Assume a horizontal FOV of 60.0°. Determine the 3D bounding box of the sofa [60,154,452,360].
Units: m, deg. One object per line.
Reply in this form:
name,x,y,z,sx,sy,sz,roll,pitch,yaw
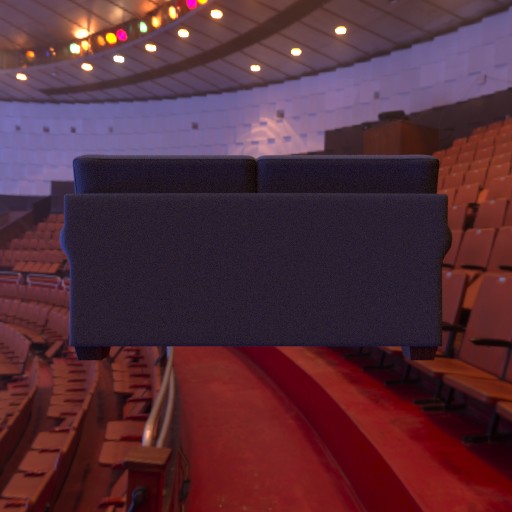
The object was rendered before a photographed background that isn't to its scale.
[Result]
sofa,0.000,0.000,2.572,1.930,1.020,0.940,0,-1,0
